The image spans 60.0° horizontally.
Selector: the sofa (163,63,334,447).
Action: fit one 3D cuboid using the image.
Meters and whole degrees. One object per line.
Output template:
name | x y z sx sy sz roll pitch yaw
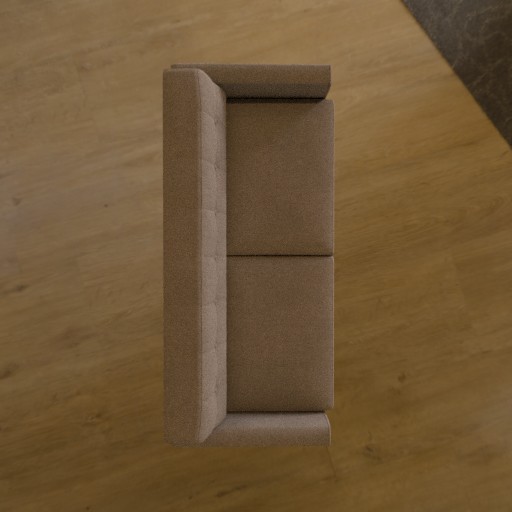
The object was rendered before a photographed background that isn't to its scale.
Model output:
sofa | 0.000 0.000 2.495 0.909 0.841 2.029 0 91 -1
